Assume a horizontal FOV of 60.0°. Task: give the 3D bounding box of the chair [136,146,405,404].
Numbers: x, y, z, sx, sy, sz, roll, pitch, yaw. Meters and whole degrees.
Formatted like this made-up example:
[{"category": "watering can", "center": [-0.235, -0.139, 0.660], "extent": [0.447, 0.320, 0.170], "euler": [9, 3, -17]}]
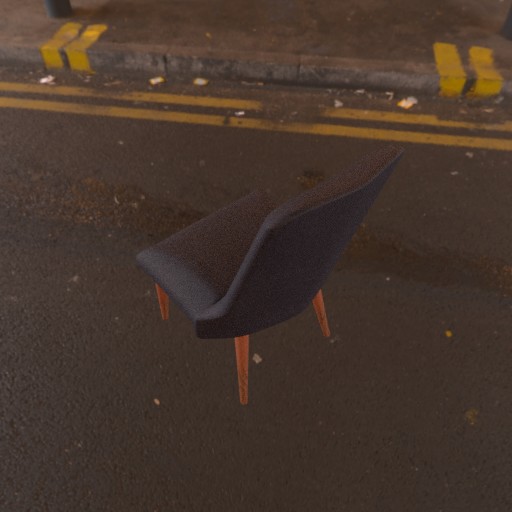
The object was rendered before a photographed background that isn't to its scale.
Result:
[{"category": "chair", "center": [0.000, 0.000, 1.200], "extent": [0.504, 0.820, 0.567], "euler": [-32, 55, -26]}]
